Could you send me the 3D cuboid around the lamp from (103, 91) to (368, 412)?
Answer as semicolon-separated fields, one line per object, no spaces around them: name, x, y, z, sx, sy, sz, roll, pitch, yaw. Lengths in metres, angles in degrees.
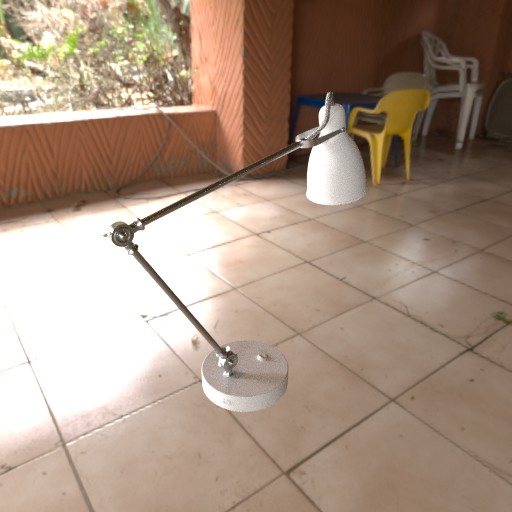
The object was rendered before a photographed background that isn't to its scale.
lamp;0.000;0.000;0.862;0.561;0.587;0.187;-18;31;-33
